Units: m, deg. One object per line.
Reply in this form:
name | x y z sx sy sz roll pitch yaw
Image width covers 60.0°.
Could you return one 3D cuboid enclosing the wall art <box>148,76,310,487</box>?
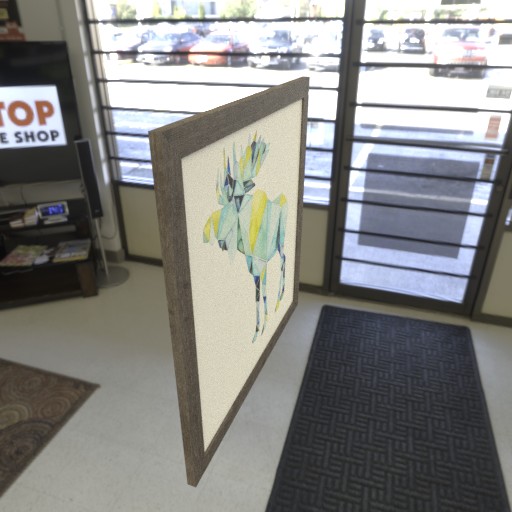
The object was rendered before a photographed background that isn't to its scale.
wall art | 0.000 0.000 0.662 0.013 0.457 0.457 10 30 19
